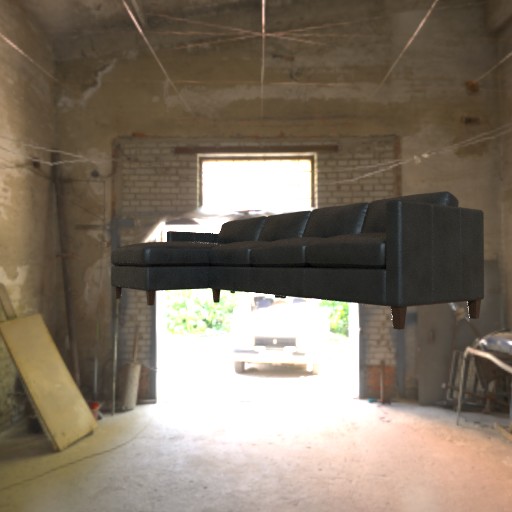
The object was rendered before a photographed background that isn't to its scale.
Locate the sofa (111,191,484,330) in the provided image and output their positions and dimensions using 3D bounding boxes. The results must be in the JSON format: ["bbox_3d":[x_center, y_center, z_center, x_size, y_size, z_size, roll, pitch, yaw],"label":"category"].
[{"bbox_3d":[0.000,0.000,3.883,1.581,0.883,3.203,1,-1,-36],"label":"sofa"}]
